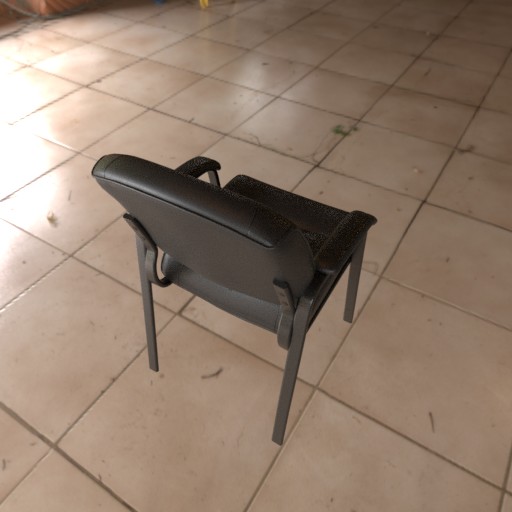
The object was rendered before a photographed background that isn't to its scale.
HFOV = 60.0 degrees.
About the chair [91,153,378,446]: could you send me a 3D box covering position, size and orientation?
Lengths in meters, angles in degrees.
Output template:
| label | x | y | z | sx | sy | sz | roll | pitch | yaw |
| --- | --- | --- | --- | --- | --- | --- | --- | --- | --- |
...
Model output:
| label | x | y | z | sx | sy | sz | roll | pitch | yaw |
| --- | --- | --- | --- | --- | --- | --- | --- | --- | --- |
| chair | 0.000 | 0.000 | 1.337 | 0.591 | 0.910 | 0.668 | 23 | 50 | 21 |
